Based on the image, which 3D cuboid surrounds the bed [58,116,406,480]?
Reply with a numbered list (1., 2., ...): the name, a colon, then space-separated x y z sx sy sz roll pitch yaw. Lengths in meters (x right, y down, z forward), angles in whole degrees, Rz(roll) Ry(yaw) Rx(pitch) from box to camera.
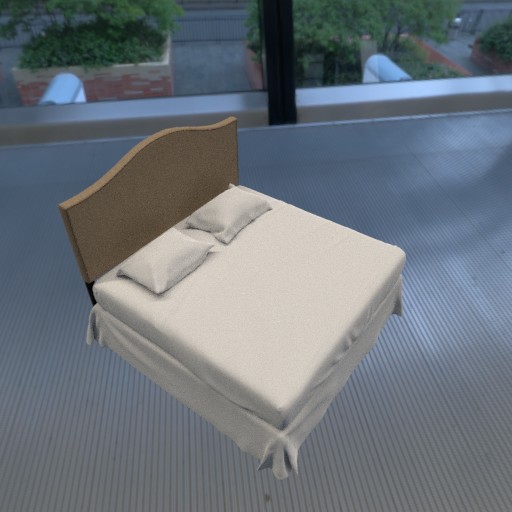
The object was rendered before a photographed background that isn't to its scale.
1. bed: 0.000 0.000 3.737 2.222 1.651 2.311 26 47 27
